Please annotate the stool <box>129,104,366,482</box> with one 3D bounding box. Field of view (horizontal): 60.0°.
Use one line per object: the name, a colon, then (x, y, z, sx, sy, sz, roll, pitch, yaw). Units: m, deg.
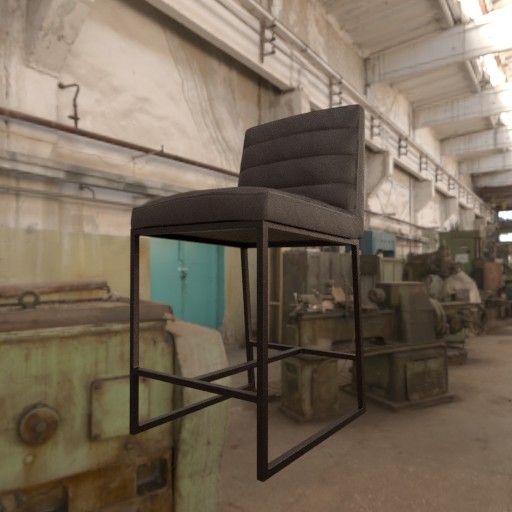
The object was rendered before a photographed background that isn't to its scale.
stool: (0.000, 0.000, 1.269, 0.463, 0.946, 0.562, -1, -1, 37)
